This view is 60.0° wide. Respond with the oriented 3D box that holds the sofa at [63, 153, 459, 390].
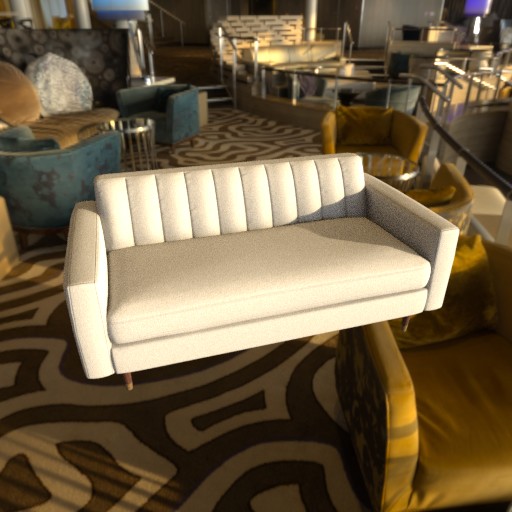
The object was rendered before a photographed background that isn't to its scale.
[{"bbox_3d":[0.000,0.000,2.476,1.895,0.814,0.969,-8,30,-15],"label":"sofa"}]
